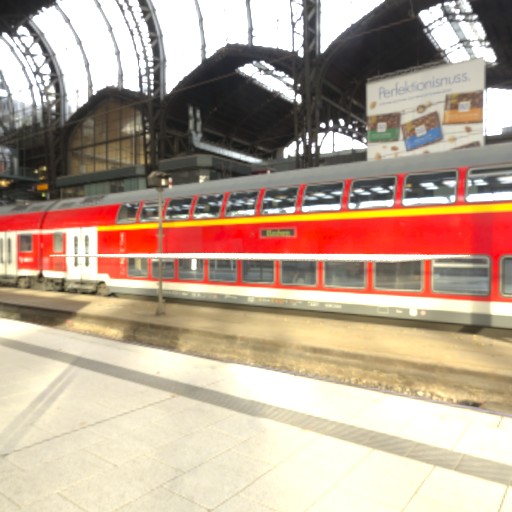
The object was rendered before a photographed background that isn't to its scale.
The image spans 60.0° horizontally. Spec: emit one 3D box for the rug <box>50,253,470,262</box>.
[{"bbox_3d":[0.000,0.000,2.244,1.783,0.008,1.175,1,1,36],"label":"rug"}]
